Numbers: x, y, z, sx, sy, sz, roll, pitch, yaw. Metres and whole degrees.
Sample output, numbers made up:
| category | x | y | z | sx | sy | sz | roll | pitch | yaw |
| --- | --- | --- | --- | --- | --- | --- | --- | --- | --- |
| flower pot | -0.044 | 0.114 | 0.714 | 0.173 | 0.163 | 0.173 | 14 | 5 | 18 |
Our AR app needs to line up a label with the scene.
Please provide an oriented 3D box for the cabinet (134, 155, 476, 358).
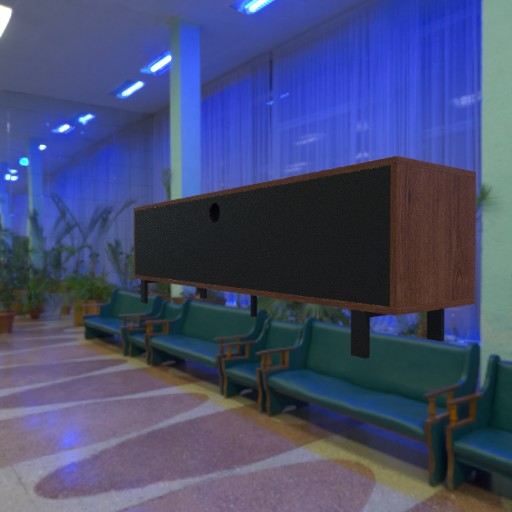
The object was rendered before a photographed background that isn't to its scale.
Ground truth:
| category | x | y | z | sx | sy | sz | roll | pitch | yaw |
| --- | --- | --- | --- | --- | --- | --- | --- | --- | --- |
| cabinet | 0.000 | 0.000 | 1.830 | 0.400 | 0.500 | 1.650 | -1 | 1 | -37 |
